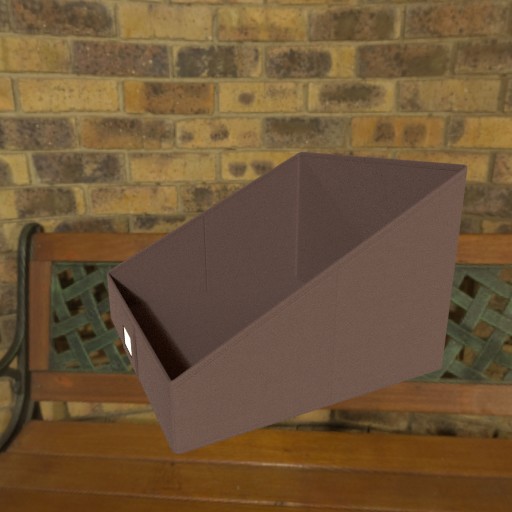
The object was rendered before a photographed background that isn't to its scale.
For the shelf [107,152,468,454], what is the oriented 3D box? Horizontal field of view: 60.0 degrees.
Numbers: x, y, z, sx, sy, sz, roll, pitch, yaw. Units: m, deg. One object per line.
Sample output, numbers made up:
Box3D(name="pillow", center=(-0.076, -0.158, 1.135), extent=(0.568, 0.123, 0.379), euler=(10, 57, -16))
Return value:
Box3D(name="shelf", center=(0.000, 0.000, 0.495), extent=(0.292, 0.210, 0.292), euler=(-8, 18, -26))
